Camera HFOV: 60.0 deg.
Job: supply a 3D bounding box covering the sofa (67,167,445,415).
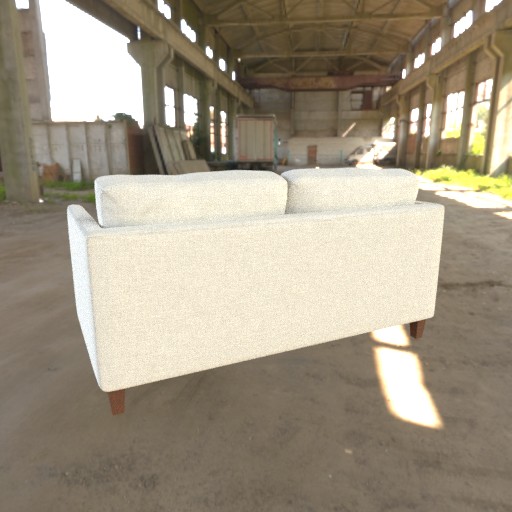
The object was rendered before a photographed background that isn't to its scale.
[{"bbox_3d":[0.000,0.000,2.447,1.838,0.963,0.950,-7,15,-26],"label":"sofa"}]
